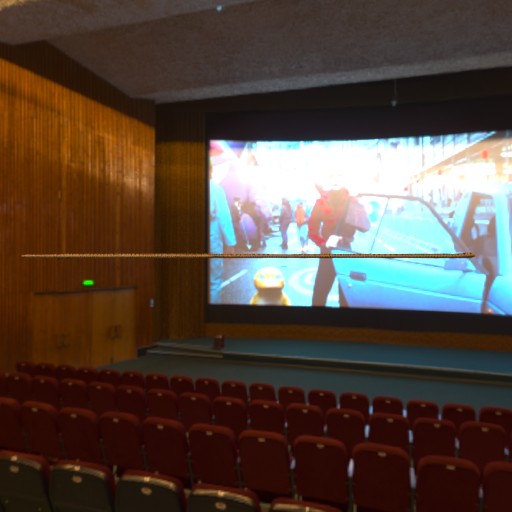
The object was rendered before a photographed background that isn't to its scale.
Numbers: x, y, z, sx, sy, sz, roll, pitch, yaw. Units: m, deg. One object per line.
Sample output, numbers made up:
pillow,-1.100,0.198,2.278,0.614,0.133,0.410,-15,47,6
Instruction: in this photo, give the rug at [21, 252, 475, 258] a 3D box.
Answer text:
rug,0.000,0.000,2.982,2.438,0.034,1.521,0,0,17
